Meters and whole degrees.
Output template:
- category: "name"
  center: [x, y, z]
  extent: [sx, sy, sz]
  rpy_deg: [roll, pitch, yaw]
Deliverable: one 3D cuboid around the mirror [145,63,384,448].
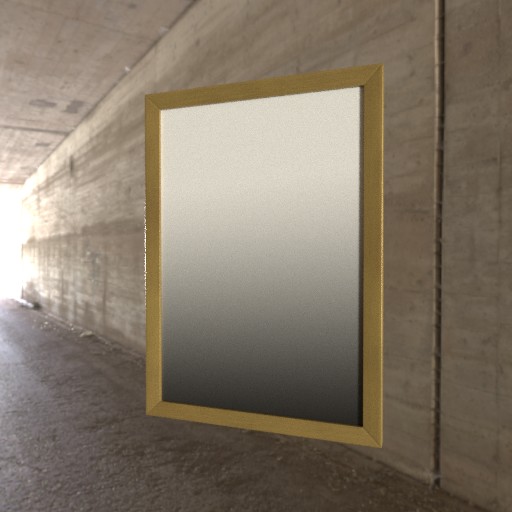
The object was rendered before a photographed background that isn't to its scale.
- category: "mirror"
  center: [0.000, 0.000, 0.919]
  extent: [0.507, 0.710, 0.040]
  rpy_deg: [0, 1, 19]
